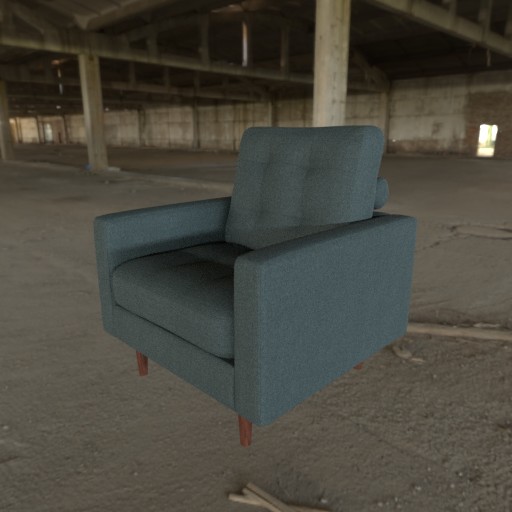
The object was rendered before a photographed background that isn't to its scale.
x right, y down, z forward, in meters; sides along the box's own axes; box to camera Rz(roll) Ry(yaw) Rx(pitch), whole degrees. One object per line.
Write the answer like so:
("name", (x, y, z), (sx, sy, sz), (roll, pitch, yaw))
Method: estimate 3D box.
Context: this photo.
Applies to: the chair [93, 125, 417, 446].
("chair", (0.000, 0.000, 1.556), (0.821, 0.880, 0.843), (15, 21, 42))
